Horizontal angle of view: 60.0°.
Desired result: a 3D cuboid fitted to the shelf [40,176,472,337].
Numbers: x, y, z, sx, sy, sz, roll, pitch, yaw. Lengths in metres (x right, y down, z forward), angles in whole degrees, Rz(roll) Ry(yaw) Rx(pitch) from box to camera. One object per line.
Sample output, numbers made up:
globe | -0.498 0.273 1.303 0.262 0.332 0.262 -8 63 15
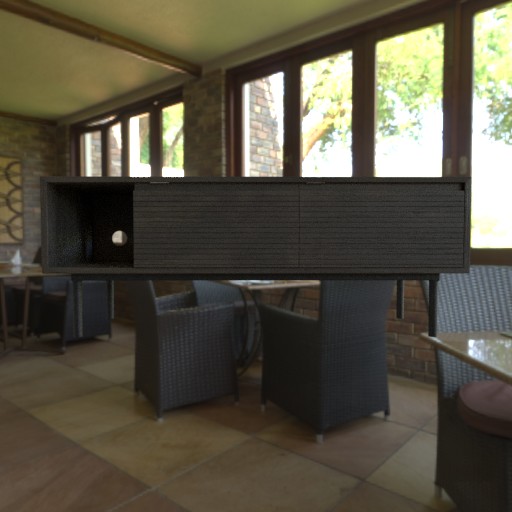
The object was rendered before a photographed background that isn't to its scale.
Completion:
shelf | 0.000 0.000 1.538 1.300 0.495 0.400 0 2 0
